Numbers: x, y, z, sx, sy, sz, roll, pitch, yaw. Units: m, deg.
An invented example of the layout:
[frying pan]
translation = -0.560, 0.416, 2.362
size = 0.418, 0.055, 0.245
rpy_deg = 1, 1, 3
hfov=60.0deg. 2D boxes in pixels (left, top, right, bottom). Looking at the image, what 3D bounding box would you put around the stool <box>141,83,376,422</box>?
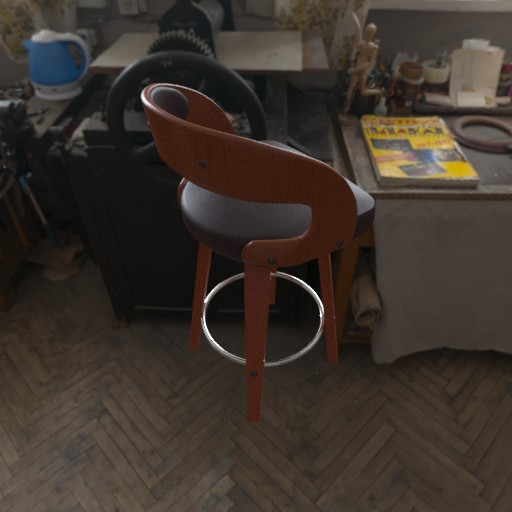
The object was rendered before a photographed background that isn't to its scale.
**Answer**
[stool]
translation = 0.000, 0.000, 1.193
size = 0.457, 0.940, 0.457
rpy_deg = -28, 49, -27
